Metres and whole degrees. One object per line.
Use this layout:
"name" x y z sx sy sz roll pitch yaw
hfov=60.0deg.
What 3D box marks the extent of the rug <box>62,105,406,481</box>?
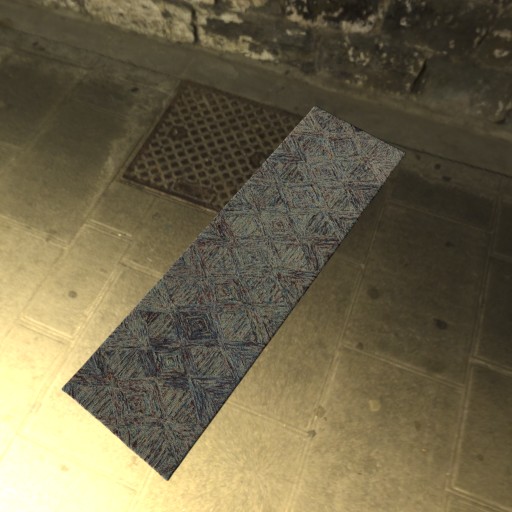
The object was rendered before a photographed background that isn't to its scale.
"rug" 0.000 0.000 2.480 0.688 0.015 2.292 33 68 15
